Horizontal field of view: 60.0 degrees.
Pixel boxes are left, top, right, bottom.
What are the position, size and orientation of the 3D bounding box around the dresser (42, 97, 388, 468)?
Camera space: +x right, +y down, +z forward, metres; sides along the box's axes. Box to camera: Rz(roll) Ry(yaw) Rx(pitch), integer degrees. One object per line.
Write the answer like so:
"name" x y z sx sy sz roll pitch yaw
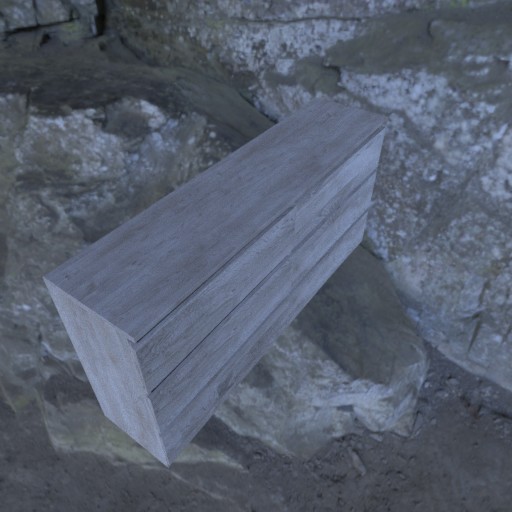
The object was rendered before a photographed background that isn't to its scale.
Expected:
"dresser" 0.000 0.000 1.941 0.390 0.795 1.590 25 48 26
